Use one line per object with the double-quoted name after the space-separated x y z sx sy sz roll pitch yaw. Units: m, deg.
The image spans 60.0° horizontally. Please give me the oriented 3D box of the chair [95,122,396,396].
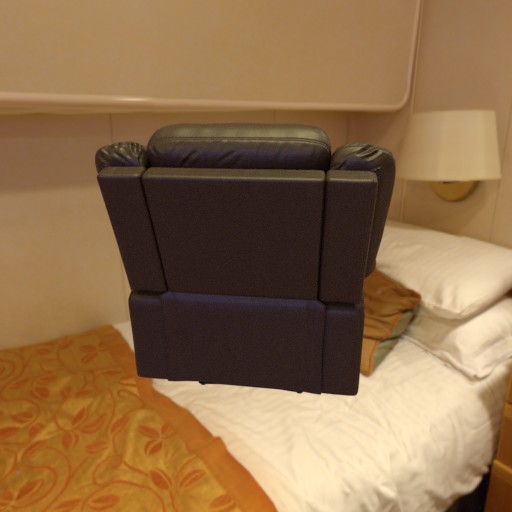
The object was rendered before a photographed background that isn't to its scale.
0.000 0.000 1.739 0.899 1.009 0.934 3 18 8 "chair"
